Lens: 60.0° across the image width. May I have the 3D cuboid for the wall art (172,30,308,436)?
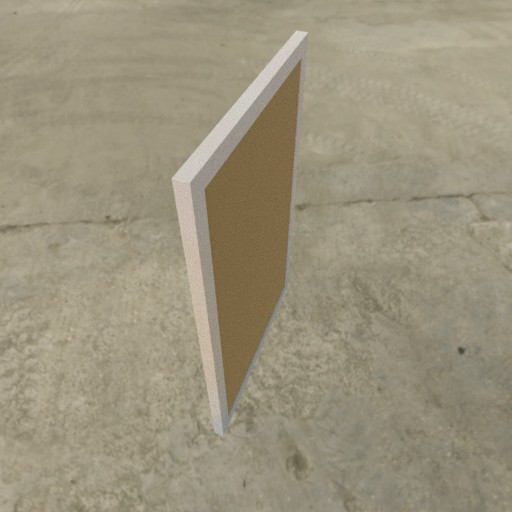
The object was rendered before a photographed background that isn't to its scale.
[{"bbox_3d":[0.000,0.000,1.455,0.038,1.143,0.764,15,48,14],"label":"wall art"}]
